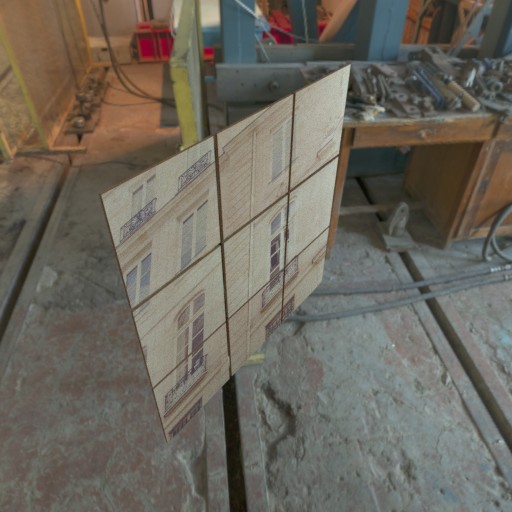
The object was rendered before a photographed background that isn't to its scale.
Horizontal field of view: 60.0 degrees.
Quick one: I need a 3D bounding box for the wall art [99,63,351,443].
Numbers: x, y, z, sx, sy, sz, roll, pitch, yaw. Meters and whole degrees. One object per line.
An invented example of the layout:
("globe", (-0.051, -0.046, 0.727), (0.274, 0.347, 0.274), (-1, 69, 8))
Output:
("wall art", (0.000, 0.000, 2.272), (0.023, 1.522, 1.526), (27, 47, 28))
